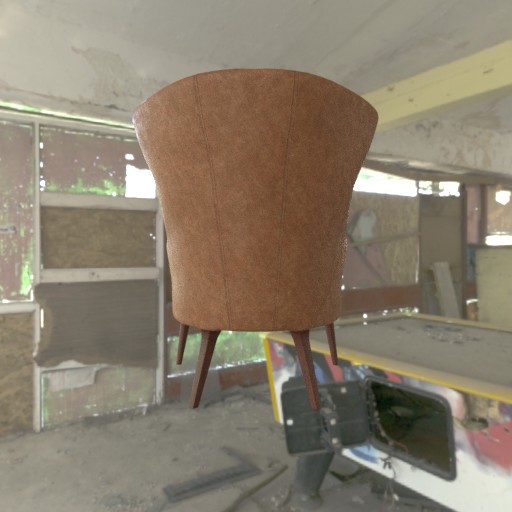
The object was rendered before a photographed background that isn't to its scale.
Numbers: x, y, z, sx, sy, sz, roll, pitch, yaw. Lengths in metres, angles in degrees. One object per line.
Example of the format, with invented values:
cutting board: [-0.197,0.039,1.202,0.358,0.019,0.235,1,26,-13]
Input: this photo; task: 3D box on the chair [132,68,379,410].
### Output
chair: [0.000,0.000,1.722,0.846,1.067,0.955,0,0,1]
